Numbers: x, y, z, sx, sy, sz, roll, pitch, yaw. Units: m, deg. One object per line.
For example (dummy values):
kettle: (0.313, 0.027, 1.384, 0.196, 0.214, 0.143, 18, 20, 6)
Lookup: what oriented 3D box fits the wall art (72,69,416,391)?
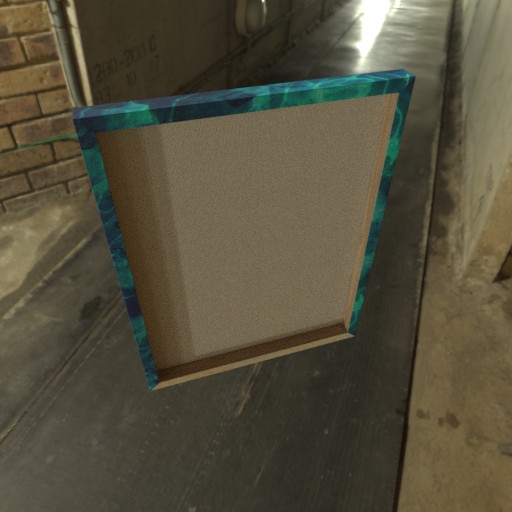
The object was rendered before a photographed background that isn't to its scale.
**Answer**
wall art: (0.000, 0.000, 0.851, 0.508, 0.635, 0.038, -12, 43, -13)
